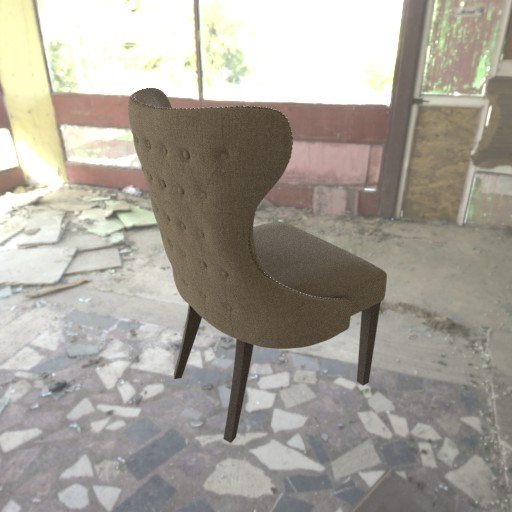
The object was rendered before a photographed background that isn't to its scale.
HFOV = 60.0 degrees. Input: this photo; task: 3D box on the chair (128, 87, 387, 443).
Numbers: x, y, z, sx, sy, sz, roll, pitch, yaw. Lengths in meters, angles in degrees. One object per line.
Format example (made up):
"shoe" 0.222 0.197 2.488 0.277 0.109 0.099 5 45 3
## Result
"chair" 0.000 0.000 1.369 0.635 0.967 0.628 -18 31 -32
